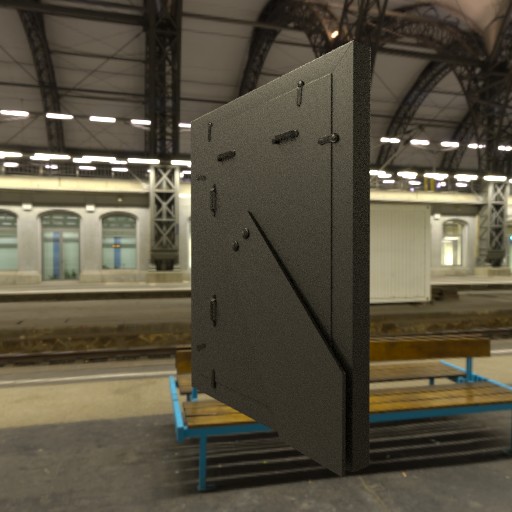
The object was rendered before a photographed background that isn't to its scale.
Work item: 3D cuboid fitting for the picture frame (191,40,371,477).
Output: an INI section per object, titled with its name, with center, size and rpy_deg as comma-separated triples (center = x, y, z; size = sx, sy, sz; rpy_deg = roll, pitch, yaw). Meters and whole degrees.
[picture frame]
center = 0.000, 0.000, 0.519
size = 0.036, 0.383, 0.307
rpy_deg = -1, 1, -36
